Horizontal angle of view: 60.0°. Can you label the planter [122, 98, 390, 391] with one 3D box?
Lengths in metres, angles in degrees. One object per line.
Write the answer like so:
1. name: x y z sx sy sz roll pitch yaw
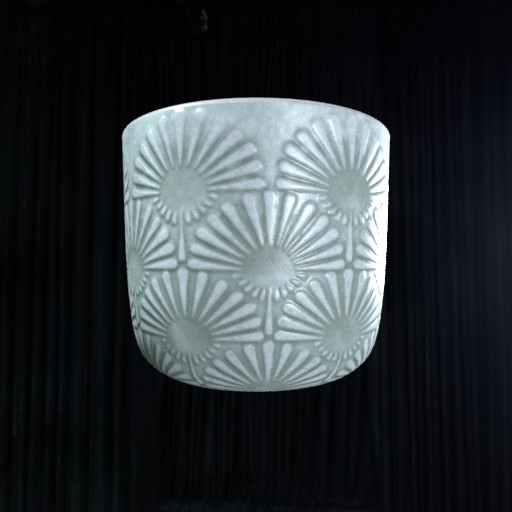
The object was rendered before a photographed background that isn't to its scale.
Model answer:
1. planter: 0.000 0.000 0.214 0.124 0.109 0.124 0 0 0
